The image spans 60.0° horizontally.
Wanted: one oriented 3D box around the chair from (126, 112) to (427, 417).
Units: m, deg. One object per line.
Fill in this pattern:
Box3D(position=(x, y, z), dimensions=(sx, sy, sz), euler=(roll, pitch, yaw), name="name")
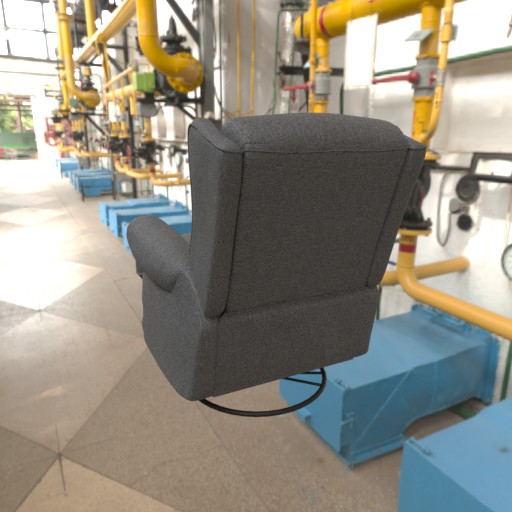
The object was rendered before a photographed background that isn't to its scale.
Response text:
Box3D(position=(0.000, 0.000, 1.691), dimensions=(0.847, 1.011, 0.969), euler=(-8, 17, -26), name="chair")
